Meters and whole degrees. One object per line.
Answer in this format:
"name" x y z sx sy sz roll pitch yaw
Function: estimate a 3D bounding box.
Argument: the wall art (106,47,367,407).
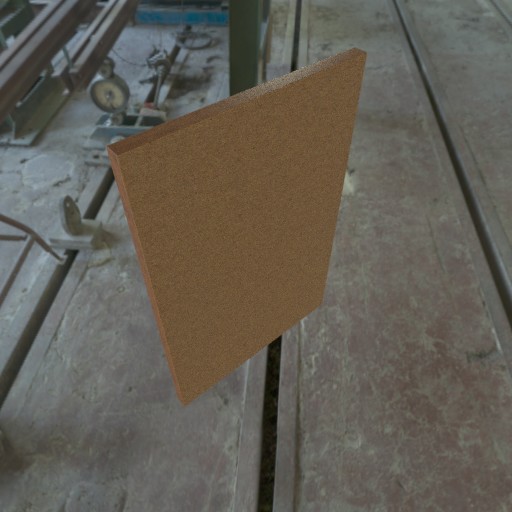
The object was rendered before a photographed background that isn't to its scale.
"wall art" 0.000 0.000 1.179 0.610 0.914 0.037 -32 54 -26
